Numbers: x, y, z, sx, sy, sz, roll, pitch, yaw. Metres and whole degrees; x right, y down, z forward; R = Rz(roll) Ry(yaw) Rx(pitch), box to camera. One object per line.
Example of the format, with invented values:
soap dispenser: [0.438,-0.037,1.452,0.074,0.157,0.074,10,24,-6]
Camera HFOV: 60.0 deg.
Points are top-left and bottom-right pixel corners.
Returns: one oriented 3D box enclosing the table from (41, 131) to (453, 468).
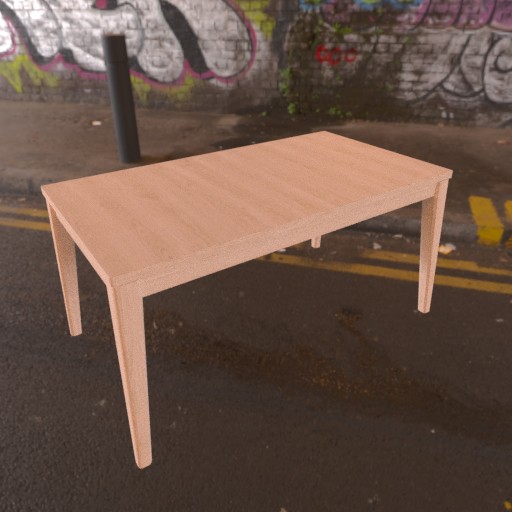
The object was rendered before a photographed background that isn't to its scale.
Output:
table: [0.000,0.000,2.060,1.600,0.760,0.900,-19,35,-30]
